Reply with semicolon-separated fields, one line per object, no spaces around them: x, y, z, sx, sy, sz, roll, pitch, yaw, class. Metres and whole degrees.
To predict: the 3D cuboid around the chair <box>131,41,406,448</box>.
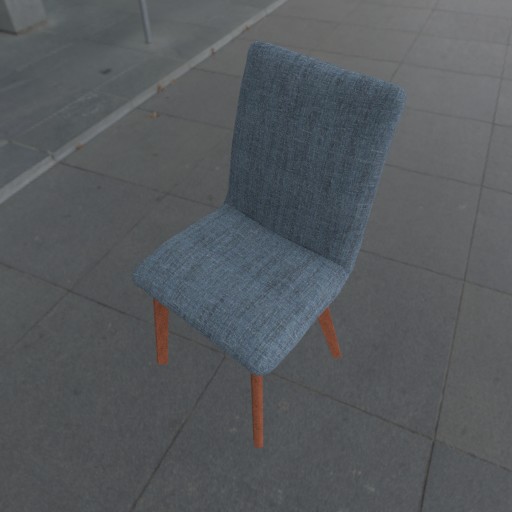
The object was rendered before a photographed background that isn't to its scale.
0.000;0.000;1.291;0.522;0.974;0.563;31;52;27;chair
